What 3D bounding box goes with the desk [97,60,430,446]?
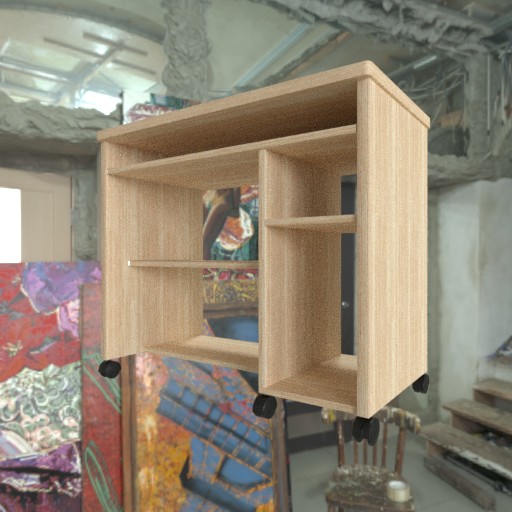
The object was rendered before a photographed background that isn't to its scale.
[{"bbox_3d":[0.000,0.000,1.317,0.884,0.770,0.480,0,0,35],"label":"desk"}]
